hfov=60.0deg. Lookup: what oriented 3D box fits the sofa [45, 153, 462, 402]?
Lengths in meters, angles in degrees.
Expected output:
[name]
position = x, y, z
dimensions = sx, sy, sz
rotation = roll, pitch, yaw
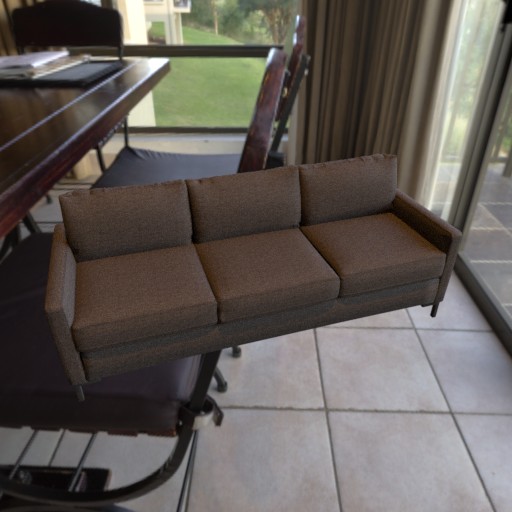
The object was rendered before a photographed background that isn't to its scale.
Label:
[sofa]
position = 0.000, 0.000, 2.655
dimensions = 2.253, 0.882, 0.876
rotation = -10, 34, -15
